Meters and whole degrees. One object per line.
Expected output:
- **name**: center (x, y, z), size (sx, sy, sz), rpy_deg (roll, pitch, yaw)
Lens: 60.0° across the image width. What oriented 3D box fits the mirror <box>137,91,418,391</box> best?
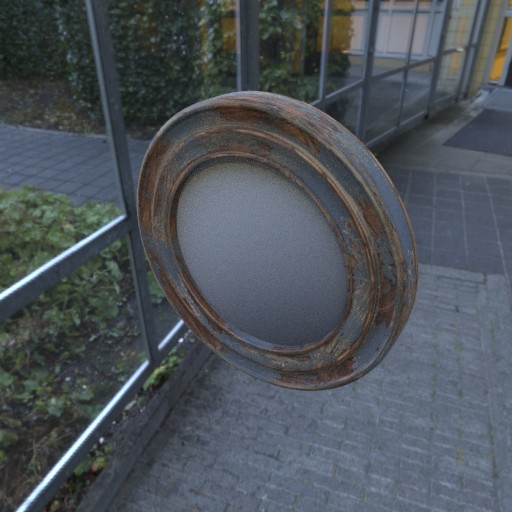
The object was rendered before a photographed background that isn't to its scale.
- **mirror**: center (0.000, 0.000, 0.842), size (0.585, 0.585, 0.061), rpy_deg (19, 35, 29)
